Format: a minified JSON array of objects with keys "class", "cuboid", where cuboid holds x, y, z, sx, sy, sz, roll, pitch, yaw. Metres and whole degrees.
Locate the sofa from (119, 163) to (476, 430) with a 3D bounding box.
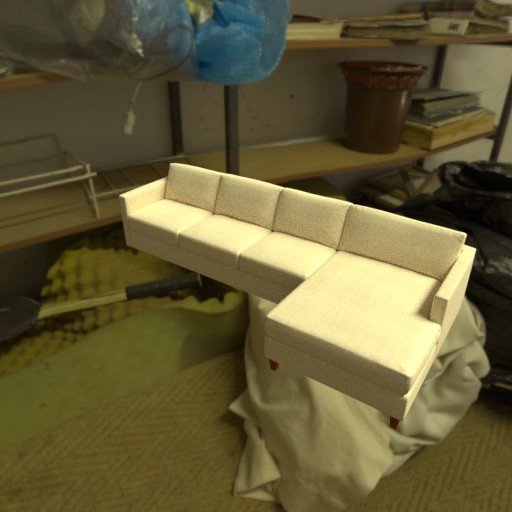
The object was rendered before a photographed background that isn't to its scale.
[{"class":"sofa","cuboid":[0.000,0.000,4.165,3.471,0.954,1.603,19,34,30]}]
